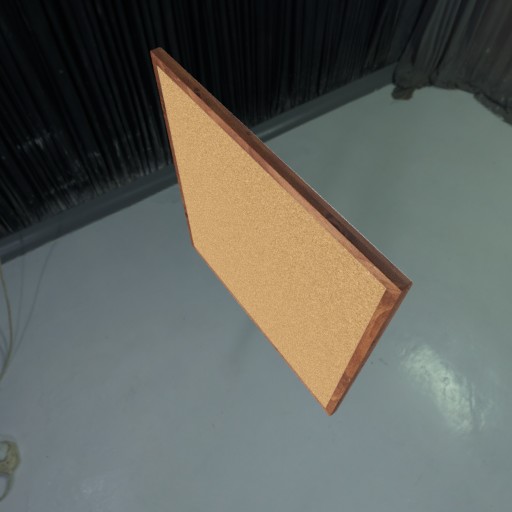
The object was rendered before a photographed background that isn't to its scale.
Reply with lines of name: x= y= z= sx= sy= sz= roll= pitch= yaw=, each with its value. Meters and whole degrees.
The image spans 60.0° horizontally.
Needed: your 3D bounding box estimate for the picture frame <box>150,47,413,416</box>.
picture frame: x=0.000 y=0.000 z=1.223 sx=0.029 sy=0.817 sz=0.810 roll=-32 pitch=62 yaw=-19
